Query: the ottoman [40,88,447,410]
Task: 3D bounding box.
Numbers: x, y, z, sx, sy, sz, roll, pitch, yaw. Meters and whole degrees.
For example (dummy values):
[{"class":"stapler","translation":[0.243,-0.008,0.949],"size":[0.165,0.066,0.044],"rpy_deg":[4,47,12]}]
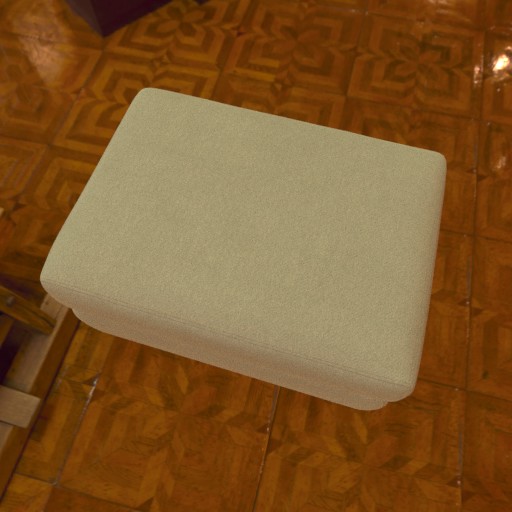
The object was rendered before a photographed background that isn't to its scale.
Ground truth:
[{"class":"ottoman","translation":[0.000,0.000,1.117],"size":[0.773,0.499,0.569],"rpy_deg":[15,66,7]}]
